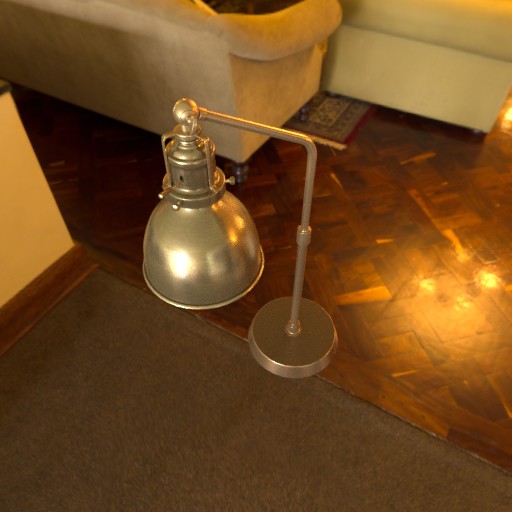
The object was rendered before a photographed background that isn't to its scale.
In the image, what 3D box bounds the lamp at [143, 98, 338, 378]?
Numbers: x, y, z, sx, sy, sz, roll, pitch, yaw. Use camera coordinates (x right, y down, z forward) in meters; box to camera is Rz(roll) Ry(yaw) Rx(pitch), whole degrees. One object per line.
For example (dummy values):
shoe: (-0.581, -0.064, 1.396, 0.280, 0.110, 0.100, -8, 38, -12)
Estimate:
lamp: (0.000, 0.000, 0.577, 0.286, 0.456, 0.153, -14, 49, -13)
